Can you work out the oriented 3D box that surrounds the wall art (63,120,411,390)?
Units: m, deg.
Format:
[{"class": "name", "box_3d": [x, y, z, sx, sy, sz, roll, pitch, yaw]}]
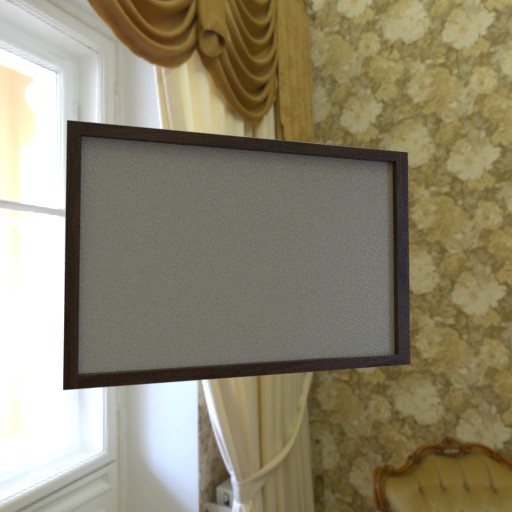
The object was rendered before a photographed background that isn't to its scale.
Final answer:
[{"class": "wall art", "box_3d": [0.000, 0.000, 1.913, 1.520, 1.016, 0.051, 1, -2, -17]}]
